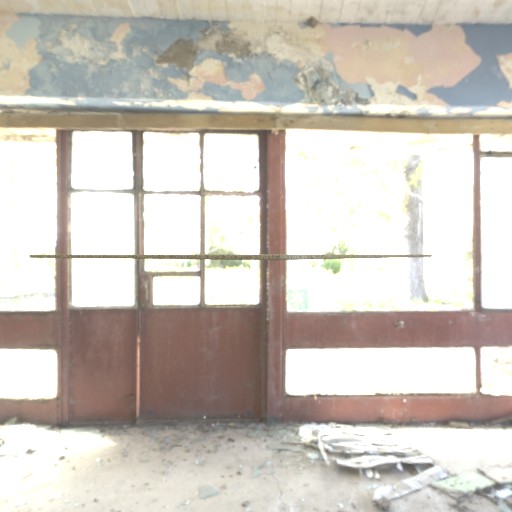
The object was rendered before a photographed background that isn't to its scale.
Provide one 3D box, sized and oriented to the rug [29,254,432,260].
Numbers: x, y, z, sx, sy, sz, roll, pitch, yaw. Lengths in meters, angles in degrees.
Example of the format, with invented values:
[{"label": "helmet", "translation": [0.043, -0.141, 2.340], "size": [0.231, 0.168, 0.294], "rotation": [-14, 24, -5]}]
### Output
[{"label": "rug", "translation": [0.000, 0.000, 4.083], "size": [2.401, 0.025, 3.001], "rotation": [0, 0, 35]}]
